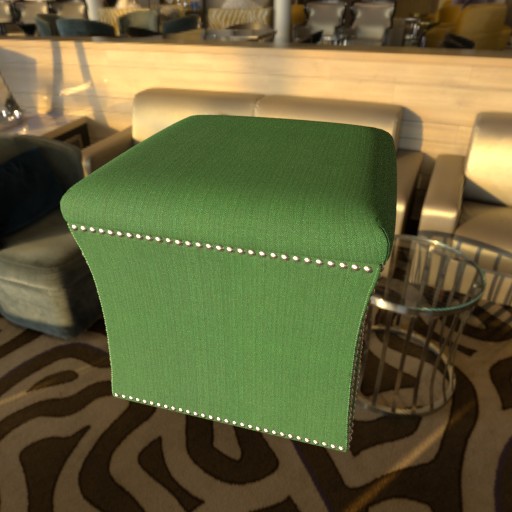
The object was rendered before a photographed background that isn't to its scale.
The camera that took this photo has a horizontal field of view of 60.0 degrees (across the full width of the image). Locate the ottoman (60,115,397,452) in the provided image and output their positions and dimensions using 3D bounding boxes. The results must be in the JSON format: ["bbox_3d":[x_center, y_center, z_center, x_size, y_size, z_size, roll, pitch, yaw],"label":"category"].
[{"bbox_3d":[0.000,0.000,0.901,0.497,0.475,0.507,8,32,13],"label":"ottoman"}]
